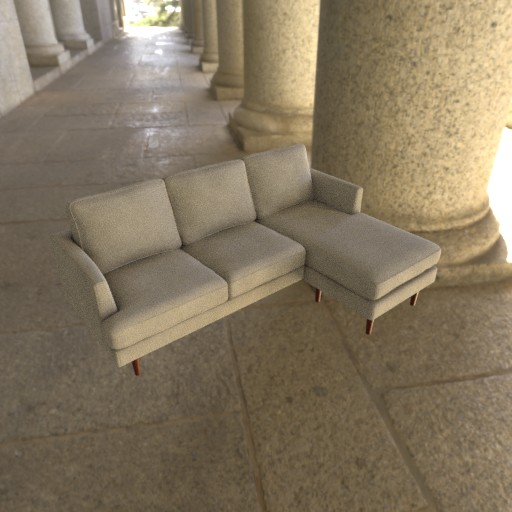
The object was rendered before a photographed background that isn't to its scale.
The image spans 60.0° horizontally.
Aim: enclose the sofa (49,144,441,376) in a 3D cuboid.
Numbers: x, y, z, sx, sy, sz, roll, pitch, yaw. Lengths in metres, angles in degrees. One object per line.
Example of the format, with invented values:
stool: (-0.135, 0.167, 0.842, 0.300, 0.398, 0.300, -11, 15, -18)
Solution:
sofa: (0.000, 0.000, 3.043, 2.233, 0.956, 1.504, -22, 37, -33)
